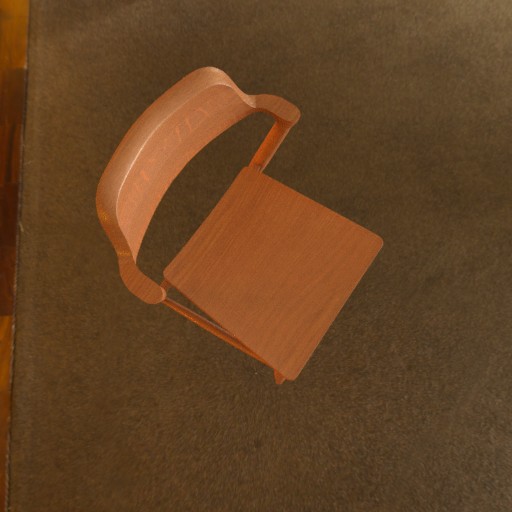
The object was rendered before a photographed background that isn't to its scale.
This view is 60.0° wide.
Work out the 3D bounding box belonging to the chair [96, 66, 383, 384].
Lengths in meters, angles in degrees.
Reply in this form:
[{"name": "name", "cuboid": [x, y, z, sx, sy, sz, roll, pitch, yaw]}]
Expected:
[{"name": "chair", "cuboid": [0.000, 0.000, 1.117, 0.499, 0.801, 0.496, 34, 78, 8]}]
